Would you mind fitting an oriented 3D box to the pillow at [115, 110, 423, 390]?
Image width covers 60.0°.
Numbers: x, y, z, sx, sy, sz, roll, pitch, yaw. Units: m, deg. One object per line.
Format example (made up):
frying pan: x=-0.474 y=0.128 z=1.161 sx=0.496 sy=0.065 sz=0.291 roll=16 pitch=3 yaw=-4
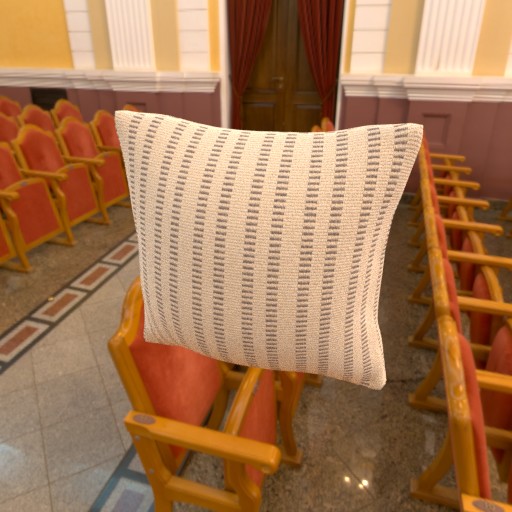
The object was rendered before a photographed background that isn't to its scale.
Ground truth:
pillow: x=0.000 y=0.000 z=0.686 sx=0.438 sy=0.419 sz=0.247 roll=8 pitch=27 yaw=15
